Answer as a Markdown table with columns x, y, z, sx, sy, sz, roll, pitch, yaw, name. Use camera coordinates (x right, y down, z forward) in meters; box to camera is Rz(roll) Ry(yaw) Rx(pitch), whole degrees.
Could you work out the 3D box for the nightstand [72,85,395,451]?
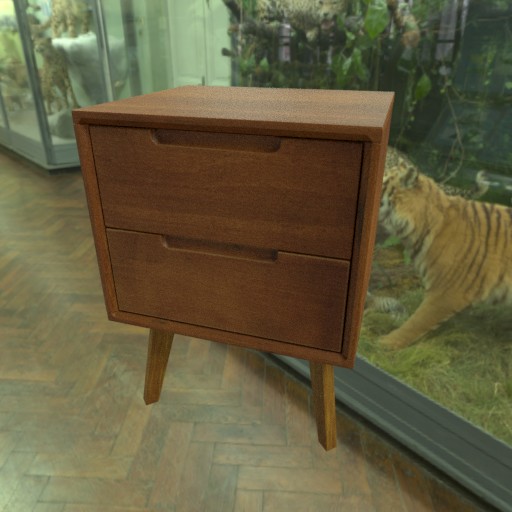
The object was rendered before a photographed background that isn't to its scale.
| x | y | z | sx | sy | sz | roll | pitch | yaw | name |
| --- | --- | --- | --- | --- | --- | --- | --- | --- | --- |
| 0.000 | 0.000 | 0.922 | 0.460 | 0.618 | 0.411 | 8 | 28 | 16 | nightstand |
